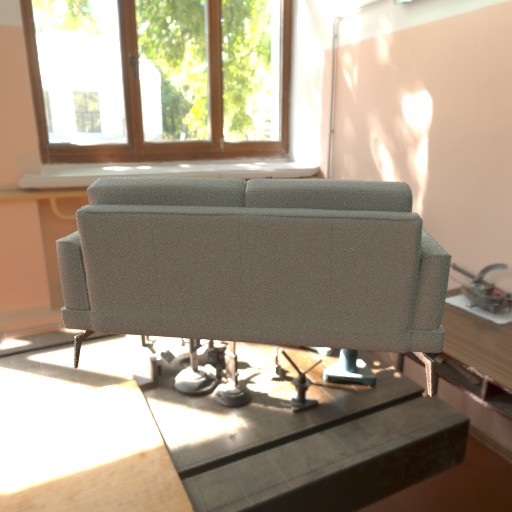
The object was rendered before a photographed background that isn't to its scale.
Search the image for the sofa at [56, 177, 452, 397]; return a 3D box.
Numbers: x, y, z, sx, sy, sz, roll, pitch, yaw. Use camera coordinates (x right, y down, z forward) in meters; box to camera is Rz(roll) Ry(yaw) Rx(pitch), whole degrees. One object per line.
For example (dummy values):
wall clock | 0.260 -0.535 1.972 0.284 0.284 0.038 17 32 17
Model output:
sofa | 0.000 0.000 2.474 1.819 0.930 1.121 2 16 8
